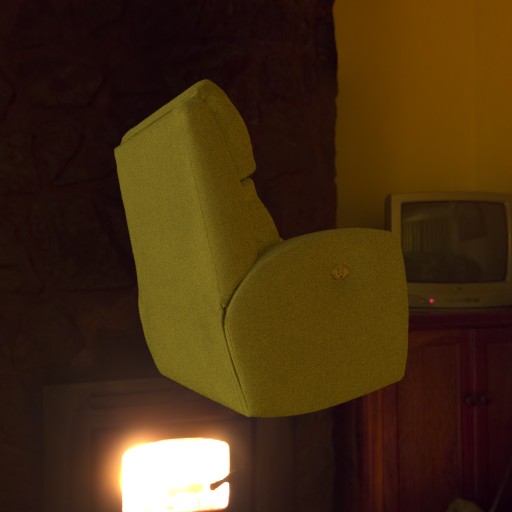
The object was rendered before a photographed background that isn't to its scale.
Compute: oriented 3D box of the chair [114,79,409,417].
[{"bbox_3d":[0.000,0.000,1.707,0.940,1.016,0.794,1,-1,-35],"label":"chair"}]
